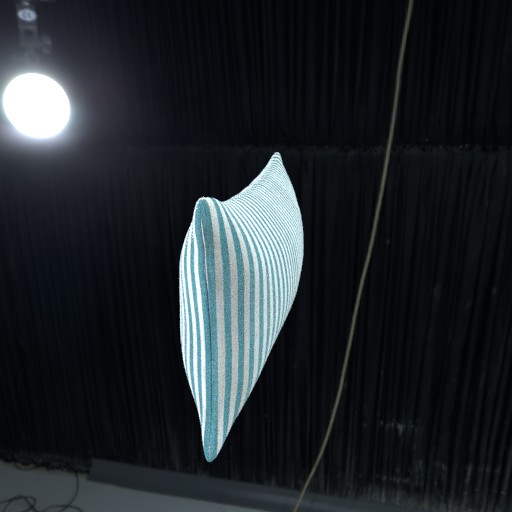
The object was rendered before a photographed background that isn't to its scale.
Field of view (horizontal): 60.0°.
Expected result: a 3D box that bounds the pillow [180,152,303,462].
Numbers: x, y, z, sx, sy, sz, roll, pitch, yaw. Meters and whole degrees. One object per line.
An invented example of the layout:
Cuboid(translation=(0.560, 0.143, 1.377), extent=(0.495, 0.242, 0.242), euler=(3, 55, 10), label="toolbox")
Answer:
Cuboid(translation=(0.000, 0.000, 0.735), extent=(0.151, 0.295, 0.617), euler=(3, 17, 9), label="pillow")
